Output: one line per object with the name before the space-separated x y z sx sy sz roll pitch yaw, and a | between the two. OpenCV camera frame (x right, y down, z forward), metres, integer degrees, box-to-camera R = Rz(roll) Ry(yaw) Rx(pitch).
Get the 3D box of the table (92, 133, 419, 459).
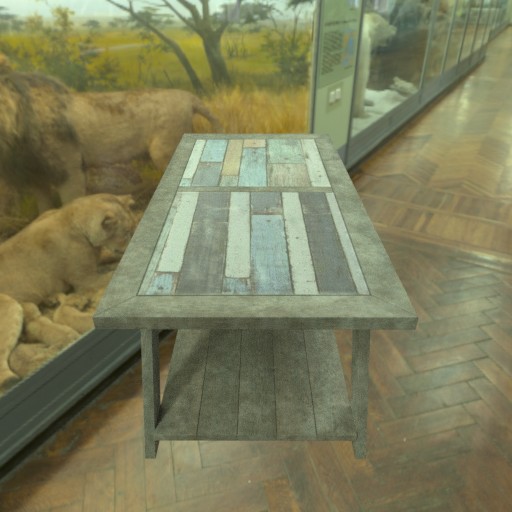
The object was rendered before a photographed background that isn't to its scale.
table | 0.000 0.000 1.470 0.610 0.470 1.219 0 31 0
